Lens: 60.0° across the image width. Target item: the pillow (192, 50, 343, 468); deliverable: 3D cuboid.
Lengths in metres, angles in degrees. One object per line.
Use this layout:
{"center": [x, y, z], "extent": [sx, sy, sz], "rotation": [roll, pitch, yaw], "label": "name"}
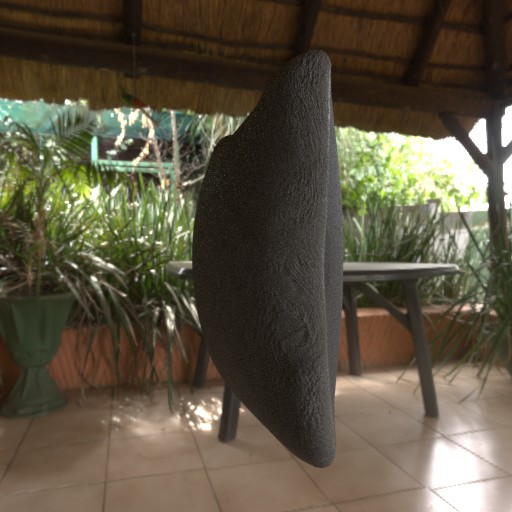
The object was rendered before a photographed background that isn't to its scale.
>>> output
{"center": [0.000, 0.000, 0.773], "extent": [0.210, 0.523, 0.533], "rotation": [0, 1, -17], "label": "pillow"}
